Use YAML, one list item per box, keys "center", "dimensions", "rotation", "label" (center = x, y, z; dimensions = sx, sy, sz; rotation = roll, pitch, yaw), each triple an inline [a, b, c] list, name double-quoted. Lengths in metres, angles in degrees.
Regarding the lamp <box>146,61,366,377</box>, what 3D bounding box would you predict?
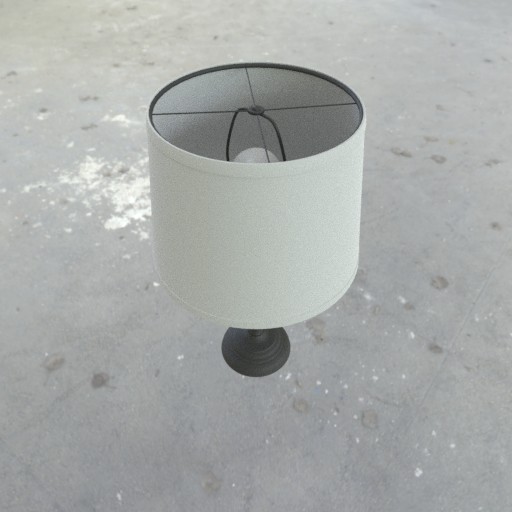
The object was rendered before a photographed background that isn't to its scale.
- center: [0.000, 0.000, 0.693]
  dimensions: [0.310, 0.501, 0.310]
  rotation: [0, 45, 0]
  label: "lamp"
